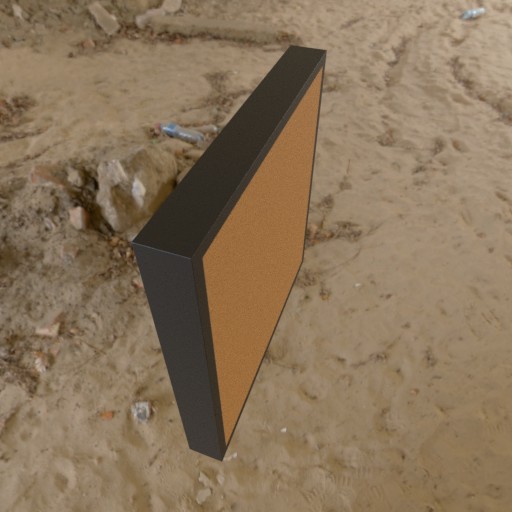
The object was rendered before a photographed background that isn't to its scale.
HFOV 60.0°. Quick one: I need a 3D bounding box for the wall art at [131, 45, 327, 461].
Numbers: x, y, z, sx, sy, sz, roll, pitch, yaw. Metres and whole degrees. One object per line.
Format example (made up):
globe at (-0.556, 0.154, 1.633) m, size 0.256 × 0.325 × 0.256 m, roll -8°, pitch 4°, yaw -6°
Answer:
wall art at (0.000, 0.000, 0.452) m, size 0.038 × 0.304 × 0.304 m, roll 15°, pitch 48°, yaw 14°
